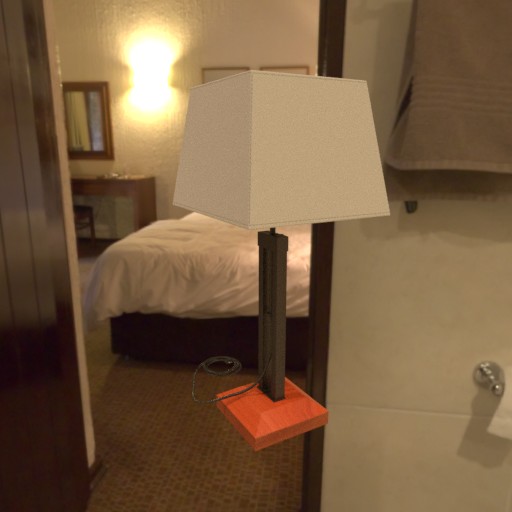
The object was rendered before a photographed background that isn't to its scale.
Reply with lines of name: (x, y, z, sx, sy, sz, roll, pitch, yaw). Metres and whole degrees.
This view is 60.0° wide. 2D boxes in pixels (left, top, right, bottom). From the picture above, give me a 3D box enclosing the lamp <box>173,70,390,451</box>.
lamp: (0.000, 0.000, 1.008, 0.310, 0.737, 0.498, -8, 16, -28)
